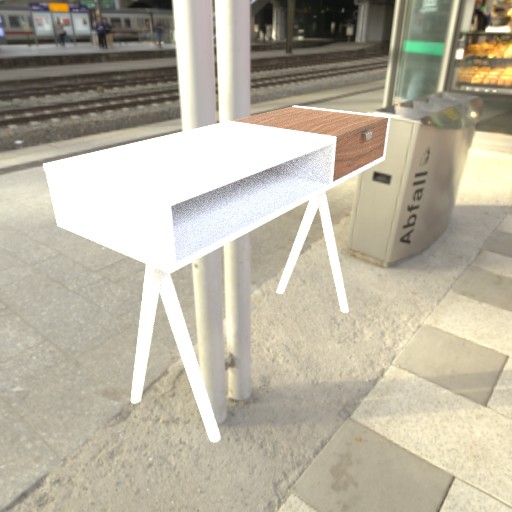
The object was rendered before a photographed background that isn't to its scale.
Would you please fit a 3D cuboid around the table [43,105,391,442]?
[{"bbox_3d":[0.000,0.000,1.461,0.418,0.785,1.066,19,33,32],"label":"table"}]
